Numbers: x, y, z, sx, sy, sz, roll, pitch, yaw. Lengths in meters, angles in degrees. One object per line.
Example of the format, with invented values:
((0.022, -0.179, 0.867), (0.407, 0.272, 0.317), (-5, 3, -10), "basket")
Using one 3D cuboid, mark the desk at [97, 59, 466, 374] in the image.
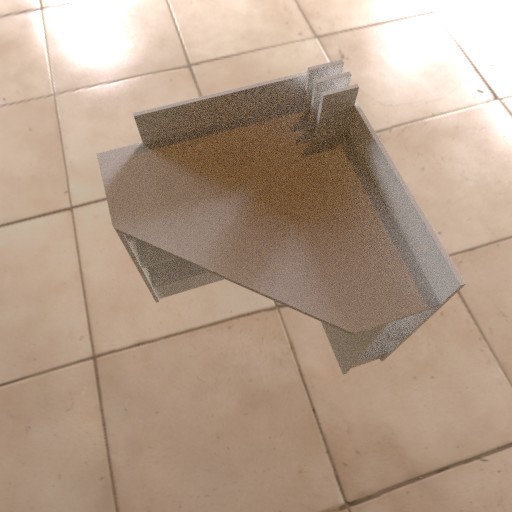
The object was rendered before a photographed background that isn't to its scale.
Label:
((0.000, 0.000, 1.755), (0.940, 0.986, 0.940), (-17, 64, -8), "desk")
